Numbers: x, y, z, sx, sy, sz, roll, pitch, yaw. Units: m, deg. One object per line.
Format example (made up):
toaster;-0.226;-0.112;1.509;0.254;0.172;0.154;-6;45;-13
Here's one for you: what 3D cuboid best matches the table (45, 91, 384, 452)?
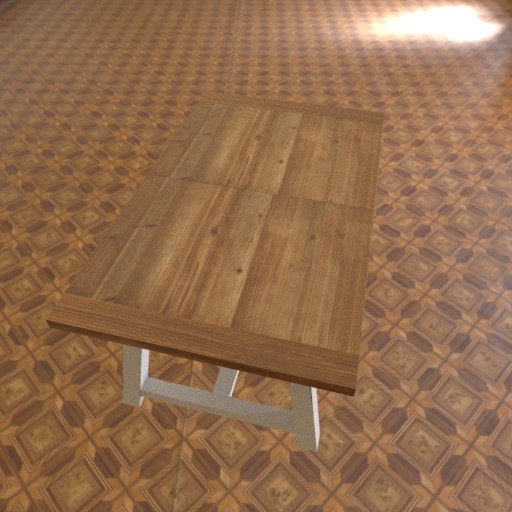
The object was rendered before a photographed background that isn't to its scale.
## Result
table;0.000;0.000;2.019;0.922;0.743;1.503;10;47;10
